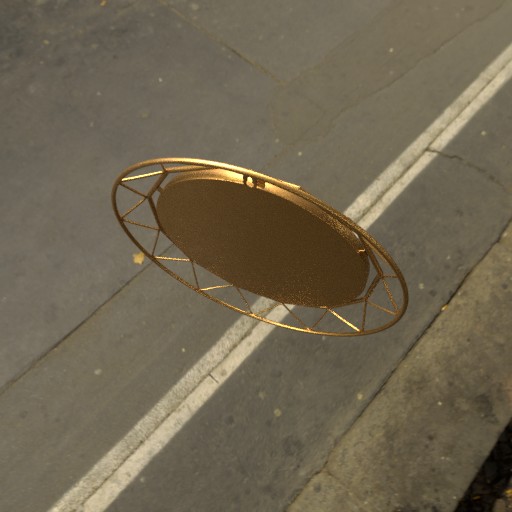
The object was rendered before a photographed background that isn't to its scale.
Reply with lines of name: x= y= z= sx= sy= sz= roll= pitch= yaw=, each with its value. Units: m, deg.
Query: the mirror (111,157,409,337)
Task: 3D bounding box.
mirror: x=0.000 y=0.000 z=0.671 sx=0.454 sy=0.454 sz=0.043 roll=19 pitch=64 yaw=9
